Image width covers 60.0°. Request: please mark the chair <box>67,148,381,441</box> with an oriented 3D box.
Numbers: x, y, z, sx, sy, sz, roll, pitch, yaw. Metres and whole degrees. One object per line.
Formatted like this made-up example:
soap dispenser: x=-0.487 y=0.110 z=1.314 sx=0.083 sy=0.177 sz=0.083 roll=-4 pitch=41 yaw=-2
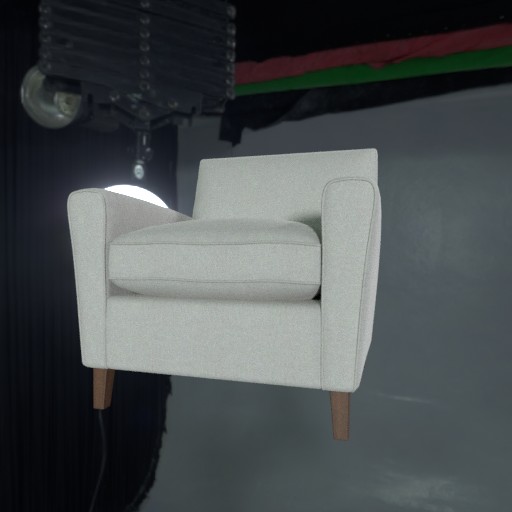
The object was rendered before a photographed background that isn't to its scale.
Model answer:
chair: x=0.000 y=0.000 z=1.517 sx=0.840 sy=0.846 sz=0.871 roll=0 pitch=1 yaw=17
